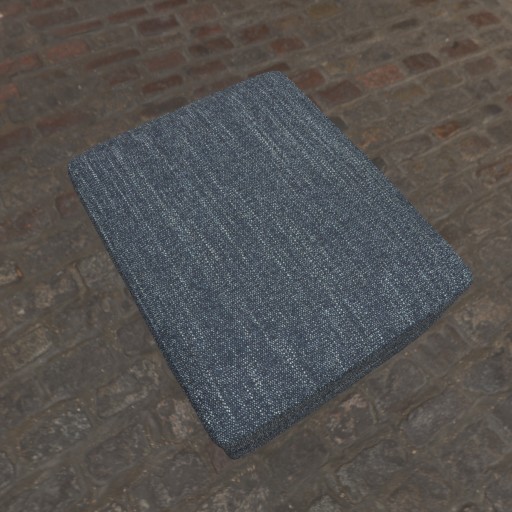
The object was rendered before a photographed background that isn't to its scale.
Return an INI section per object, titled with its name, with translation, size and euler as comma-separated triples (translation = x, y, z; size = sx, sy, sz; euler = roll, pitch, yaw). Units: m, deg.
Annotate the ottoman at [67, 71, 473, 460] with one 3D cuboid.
[ottoman]
translation = 0.000, 0.000, 1.206
size = 0.667, 0.491, 0.814
euler = -29, 66, -15
